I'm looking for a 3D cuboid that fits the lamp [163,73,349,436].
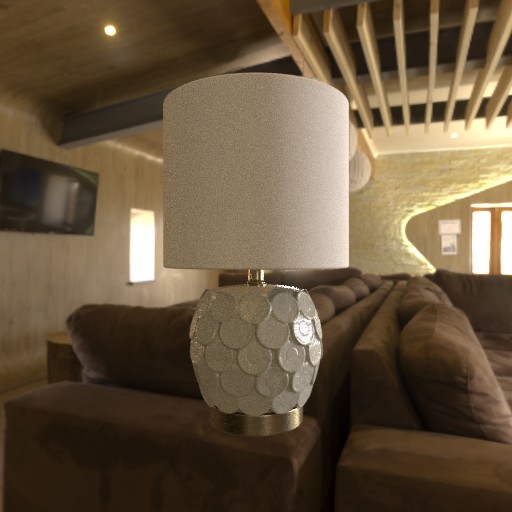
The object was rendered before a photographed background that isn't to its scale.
[{"bbox_3d":[0.000,0.000,0.620,0.254,0.452,0.254,0,0,0],"label":"lamp"}]
